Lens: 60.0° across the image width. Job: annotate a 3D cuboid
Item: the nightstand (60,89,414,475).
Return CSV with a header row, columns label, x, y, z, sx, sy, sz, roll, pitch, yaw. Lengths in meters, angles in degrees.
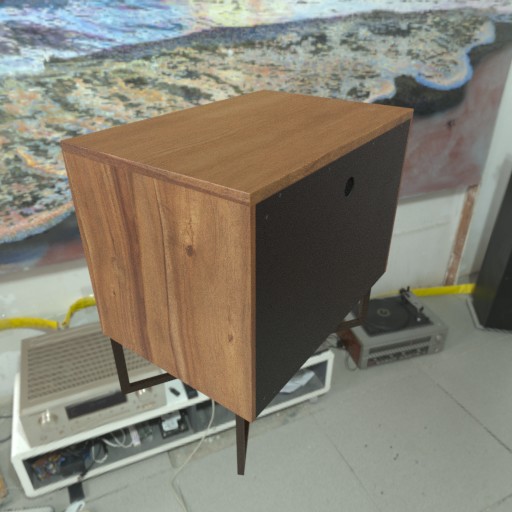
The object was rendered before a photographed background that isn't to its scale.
label,x,y,z,sx,sy,sz,roll,pitch,yaw
nightstand,0.000,0.000,1.035,0.427,0.615,0.613,20,36,30
